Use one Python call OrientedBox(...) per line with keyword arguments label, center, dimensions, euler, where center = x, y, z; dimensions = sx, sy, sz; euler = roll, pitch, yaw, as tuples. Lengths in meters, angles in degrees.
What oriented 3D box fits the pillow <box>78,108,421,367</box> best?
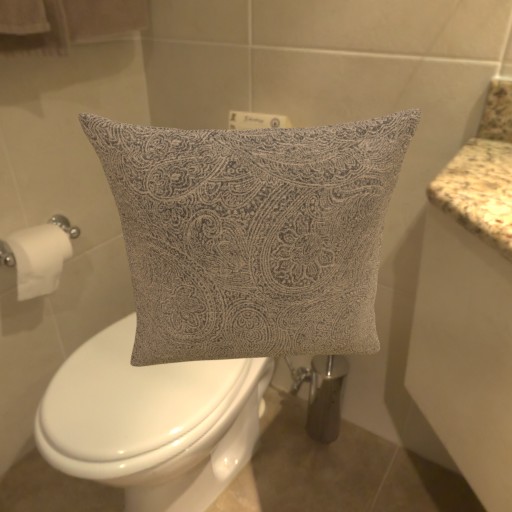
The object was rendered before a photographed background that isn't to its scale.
OrientedBox(label="pillow", center=(0.000, 0.000, 0.797), dimensions=(0.523, 0.510, 0.166), euler=(-2, 31, -3))
